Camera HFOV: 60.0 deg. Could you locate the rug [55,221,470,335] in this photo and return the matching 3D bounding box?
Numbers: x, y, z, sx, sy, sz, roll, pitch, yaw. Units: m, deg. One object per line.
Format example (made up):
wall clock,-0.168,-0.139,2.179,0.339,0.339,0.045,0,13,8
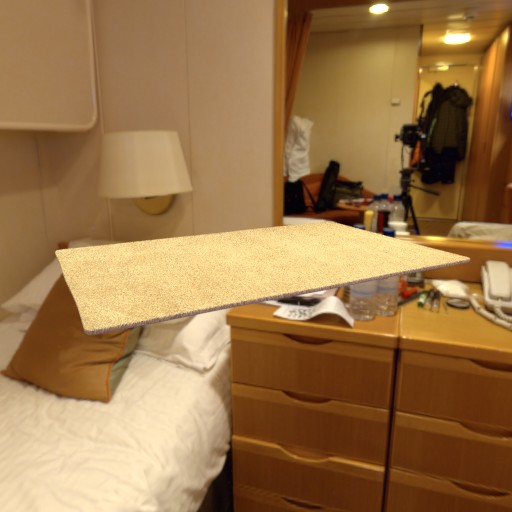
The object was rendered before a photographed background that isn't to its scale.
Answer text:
rug,0.000,0.000,2.949,2.349,0.025,1.500,-8,17,-27
